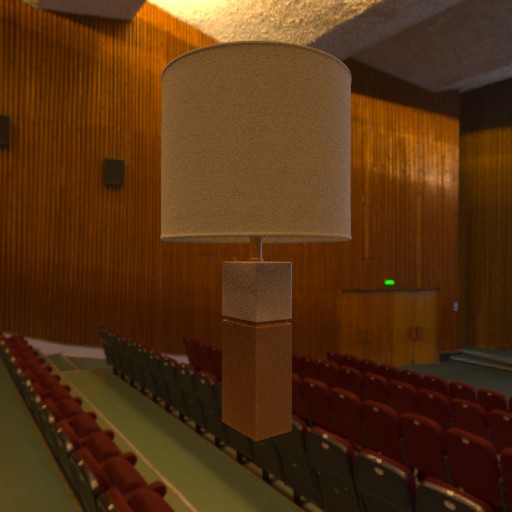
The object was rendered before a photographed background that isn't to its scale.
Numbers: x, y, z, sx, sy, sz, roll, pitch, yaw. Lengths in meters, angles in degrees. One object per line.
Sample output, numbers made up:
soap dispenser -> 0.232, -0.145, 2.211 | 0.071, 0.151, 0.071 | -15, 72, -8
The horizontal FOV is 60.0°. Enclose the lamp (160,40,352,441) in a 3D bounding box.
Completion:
lamp -> 0.000, 0.000, 0.543 | 0.229, 0.417, 0.229 | 0, 0, -36
